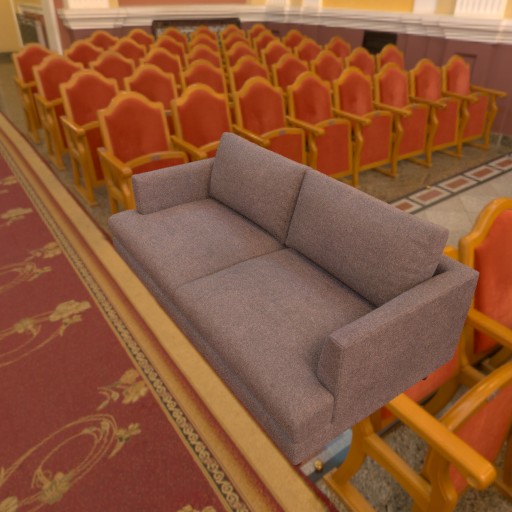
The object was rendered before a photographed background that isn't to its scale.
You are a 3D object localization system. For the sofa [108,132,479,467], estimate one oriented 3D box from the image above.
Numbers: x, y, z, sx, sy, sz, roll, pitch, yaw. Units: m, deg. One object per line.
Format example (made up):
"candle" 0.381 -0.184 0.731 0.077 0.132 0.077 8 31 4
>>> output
"sofa" 0.000 0.000 2.437 1.020 0.868 1.948 -20 37 -29
